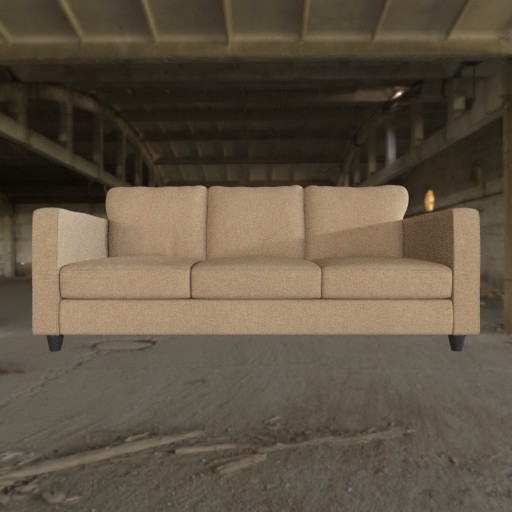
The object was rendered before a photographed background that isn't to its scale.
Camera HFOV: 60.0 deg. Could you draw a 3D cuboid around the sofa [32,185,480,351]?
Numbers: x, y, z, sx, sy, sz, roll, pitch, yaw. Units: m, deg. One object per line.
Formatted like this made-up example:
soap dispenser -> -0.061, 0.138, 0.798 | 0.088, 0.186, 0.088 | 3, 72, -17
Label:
sofa -> 0.000, 0.000, 2.278 | 1.855, 0.800, 0.930 | 0, 0, 0
